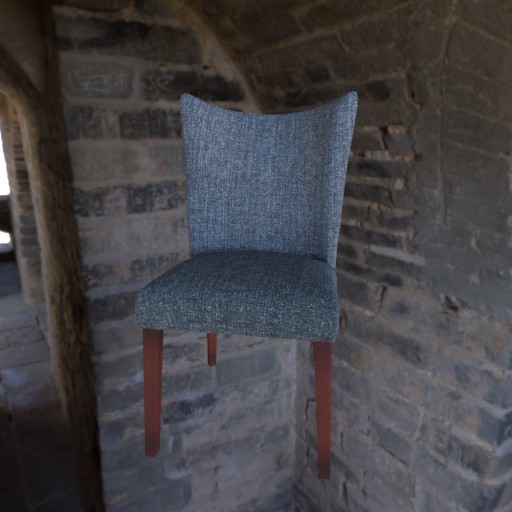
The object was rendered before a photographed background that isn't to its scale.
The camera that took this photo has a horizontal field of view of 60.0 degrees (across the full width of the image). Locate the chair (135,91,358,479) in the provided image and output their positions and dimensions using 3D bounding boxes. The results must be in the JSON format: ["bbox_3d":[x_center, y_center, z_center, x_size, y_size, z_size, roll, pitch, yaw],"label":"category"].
[{"bbox_3d":[0.000,0.000,1.273,0.535,0.924,0.623,3,15,10],"label":"chair"}]
